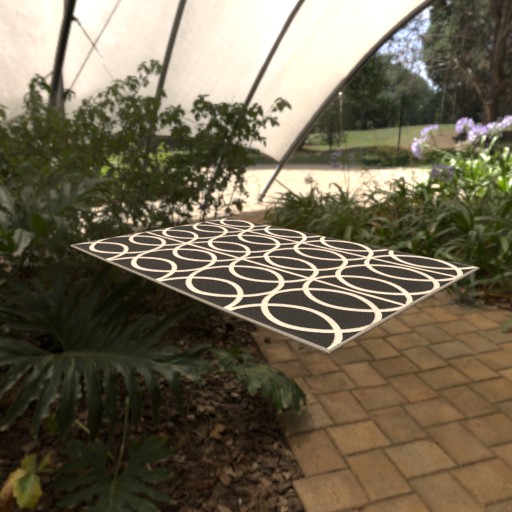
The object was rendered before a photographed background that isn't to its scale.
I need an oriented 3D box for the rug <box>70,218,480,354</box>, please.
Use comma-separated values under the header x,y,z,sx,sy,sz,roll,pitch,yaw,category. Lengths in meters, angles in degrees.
x,y,z,sx,sy,sz,roll,pitch,yaw,category
0.000,0.000,2.929,1.528,0.014,2.294,-15,21,-43,rug
